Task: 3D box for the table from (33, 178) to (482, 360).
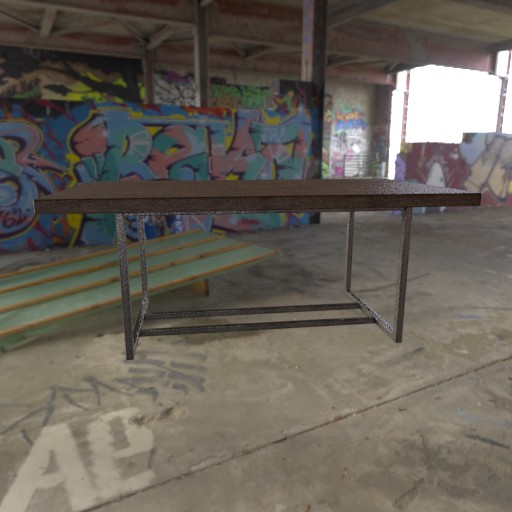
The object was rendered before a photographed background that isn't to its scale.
[{"bbox_3d":[0.000,0.000,2.549,1.989,0.795,1.078,-2,14,-8],"label":"table"}]
